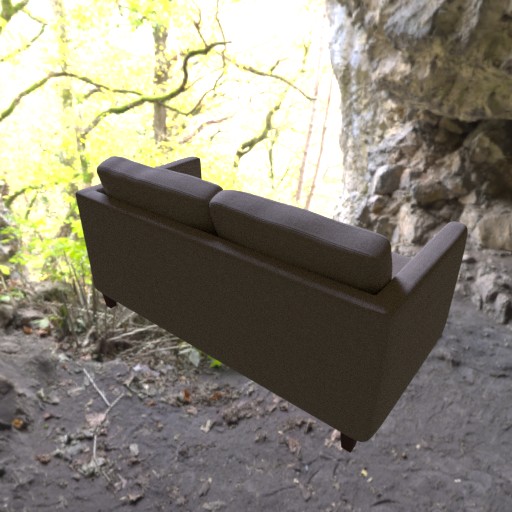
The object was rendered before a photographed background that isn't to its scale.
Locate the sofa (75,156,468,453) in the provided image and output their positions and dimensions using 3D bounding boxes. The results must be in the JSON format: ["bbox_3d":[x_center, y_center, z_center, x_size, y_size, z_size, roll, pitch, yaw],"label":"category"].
[{"bbox_3d":[0.000,0.000,2.410,1.884,0.947,0.951,21,35,33],"label":"sofa"}]
